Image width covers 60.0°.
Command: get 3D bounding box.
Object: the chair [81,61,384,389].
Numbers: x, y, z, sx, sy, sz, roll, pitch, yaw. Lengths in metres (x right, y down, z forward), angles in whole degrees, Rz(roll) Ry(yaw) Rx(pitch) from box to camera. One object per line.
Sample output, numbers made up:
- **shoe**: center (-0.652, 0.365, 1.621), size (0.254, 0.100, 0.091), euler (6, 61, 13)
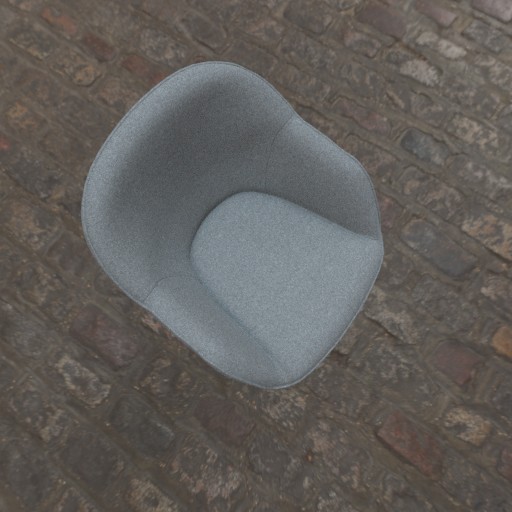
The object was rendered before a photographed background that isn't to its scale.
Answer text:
- **chair**: center (0.000, 0.000, 1.190), size (0.611, 0.810, 0.589), euler (35, 77, 9)
